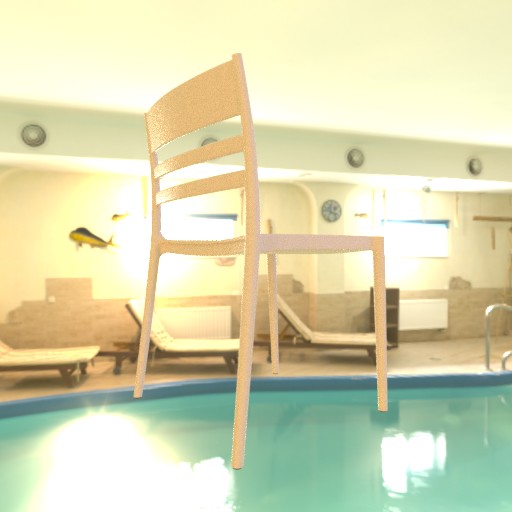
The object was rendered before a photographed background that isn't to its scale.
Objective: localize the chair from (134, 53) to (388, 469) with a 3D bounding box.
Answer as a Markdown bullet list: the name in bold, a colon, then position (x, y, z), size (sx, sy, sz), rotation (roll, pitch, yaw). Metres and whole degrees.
- **chair**: position (0.000, 0.000, 1.180), size (0.511, 0.800, 0.531), rotation (0, 0, -36)
